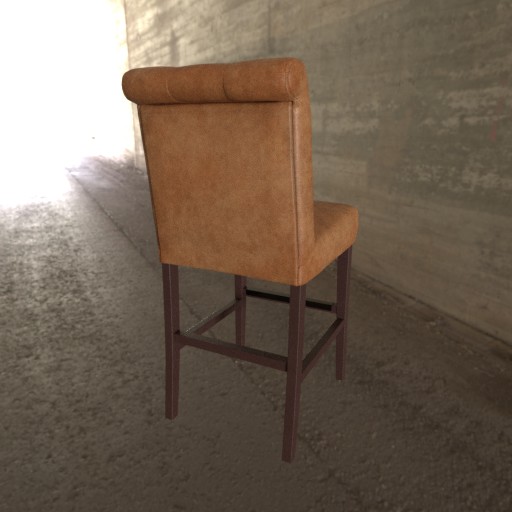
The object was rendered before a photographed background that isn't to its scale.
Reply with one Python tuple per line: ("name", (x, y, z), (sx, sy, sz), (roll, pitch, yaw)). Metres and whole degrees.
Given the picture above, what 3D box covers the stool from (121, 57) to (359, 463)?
("stool", (0.000, 0.000, 1.367), (0.493, 1.047, 0.601), (8, 19, 26))
